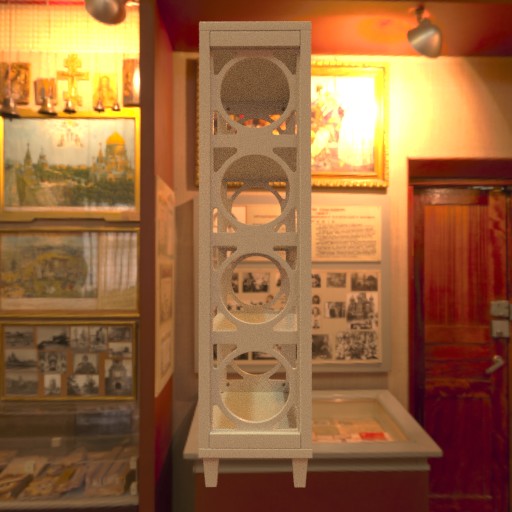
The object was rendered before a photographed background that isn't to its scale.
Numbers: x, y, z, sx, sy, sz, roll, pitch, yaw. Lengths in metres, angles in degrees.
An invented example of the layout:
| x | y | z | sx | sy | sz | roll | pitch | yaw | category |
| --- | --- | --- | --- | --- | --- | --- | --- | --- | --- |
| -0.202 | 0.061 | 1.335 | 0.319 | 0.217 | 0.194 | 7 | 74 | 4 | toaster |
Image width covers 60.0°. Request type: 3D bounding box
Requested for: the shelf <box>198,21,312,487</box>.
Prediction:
| x | y | z | sx | sy | sz | roll | pitch | yaw | category |
| --- | --- | --- | --- | --- | --- | --- | --- | --- | --- |
| 0.000 | 0.000 | 1.634 | 0.340 | 1.411 | 0.611 | 0 | -1 | 0 | shelf |
